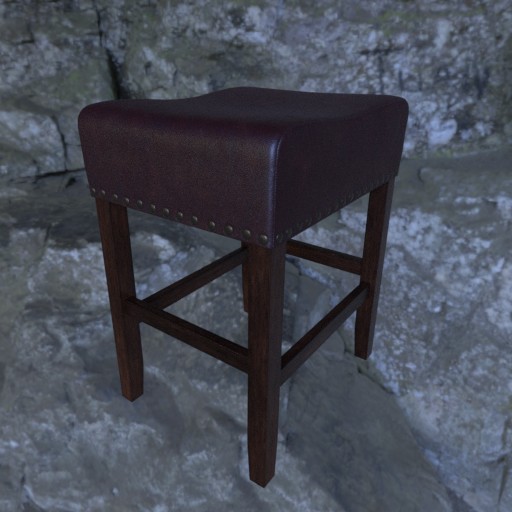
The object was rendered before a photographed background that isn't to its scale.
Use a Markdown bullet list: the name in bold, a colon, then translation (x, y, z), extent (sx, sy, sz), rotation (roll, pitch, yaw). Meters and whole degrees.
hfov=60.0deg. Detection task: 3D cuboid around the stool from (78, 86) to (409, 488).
- **stool**: translation (0.000, 0.000, 0.900), extent (0.397, 0.608, 0.465), rotation (17, 30, 32)
